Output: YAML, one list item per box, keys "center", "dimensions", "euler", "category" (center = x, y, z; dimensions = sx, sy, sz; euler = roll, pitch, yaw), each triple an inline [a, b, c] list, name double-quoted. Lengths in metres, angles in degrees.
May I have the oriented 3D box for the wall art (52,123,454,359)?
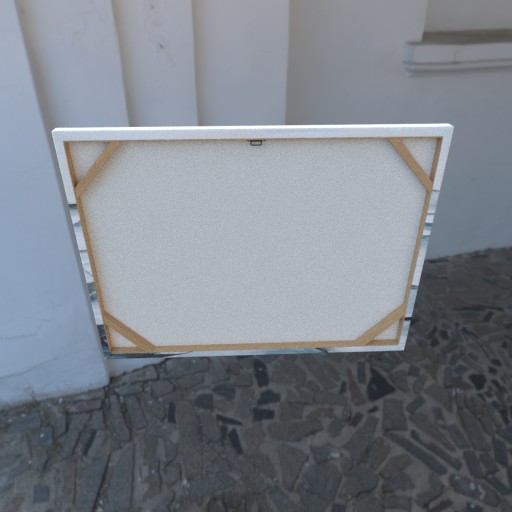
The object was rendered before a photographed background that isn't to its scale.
- center: [0.000, 0.000, 1.586]
  dimensions: [1.219, 0.915, 0.039]
  euler: [-1, 31, -2]
  category: "wall art"
